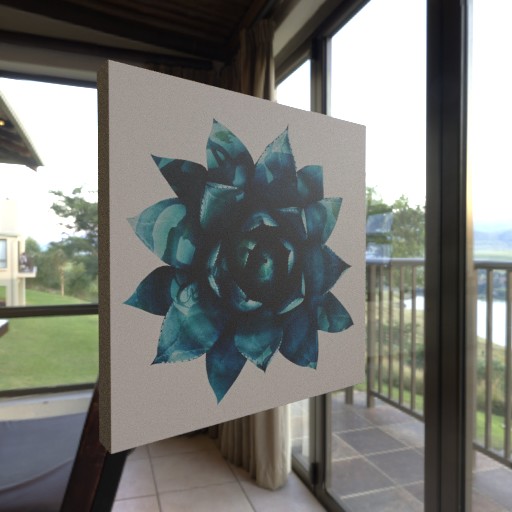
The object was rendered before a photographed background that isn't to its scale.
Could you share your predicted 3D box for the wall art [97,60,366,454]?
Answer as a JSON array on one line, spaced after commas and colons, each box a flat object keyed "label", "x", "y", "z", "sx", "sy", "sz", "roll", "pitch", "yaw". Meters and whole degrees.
[{"label": "wall art", "x": 0.000, "y": 0.000, "z": 0.594, "sx": 0.406, "sy": 0.406, "sz": 0.038, "roll": -1, "pitch": 2, "yaw": -37}]
